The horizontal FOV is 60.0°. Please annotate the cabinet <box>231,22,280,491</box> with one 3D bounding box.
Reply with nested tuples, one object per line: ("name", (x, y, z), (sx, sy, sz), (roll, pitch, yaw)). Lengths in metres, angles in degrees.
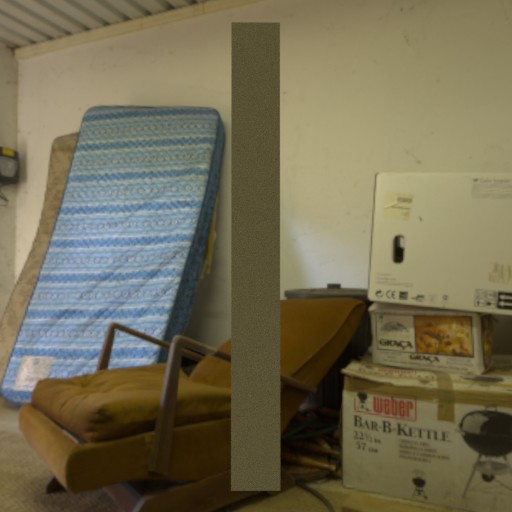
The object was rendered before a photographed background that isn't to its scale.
("cabinet", (0.000, 0.000, 1.997), (0.192, 1.770, 0.643), (0, -1, 0))
